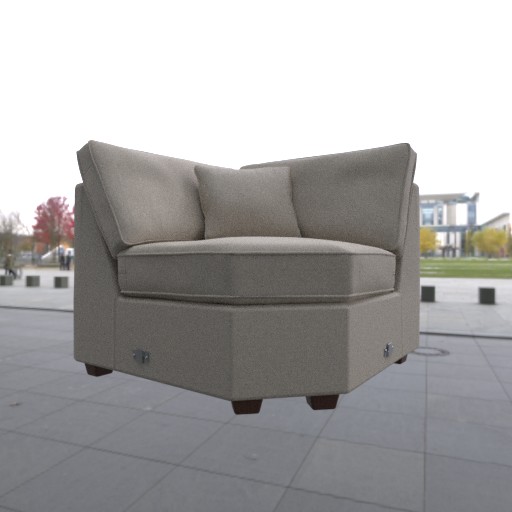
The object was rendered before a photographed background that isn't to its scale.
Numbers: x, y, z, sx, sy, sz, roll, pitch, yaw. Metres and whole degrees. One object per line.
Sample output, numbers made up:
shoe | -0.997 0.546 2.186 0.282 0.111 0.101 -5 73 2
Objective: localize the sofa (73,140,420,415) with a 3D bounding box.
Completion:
sofa | 0.000 0.000 1.804 1.042 0.937 1.050 0 0 36
